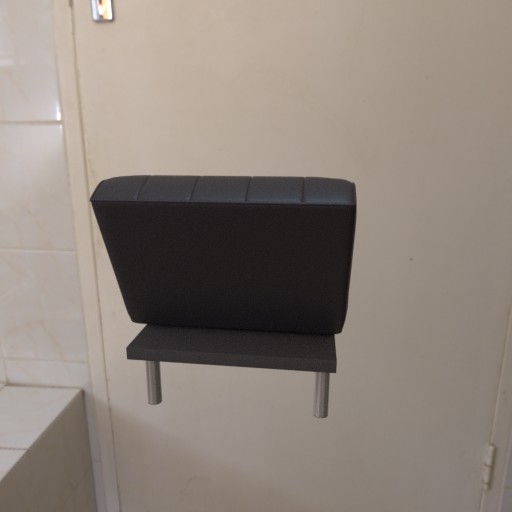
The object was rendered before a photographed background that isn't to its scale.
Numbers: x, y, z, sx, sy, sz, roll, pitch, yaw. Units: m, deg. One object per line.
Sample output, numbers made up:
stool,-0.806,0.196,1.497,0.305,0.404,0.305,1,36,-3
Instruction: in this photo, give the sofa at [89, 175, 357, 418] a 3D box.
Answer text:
sofa,0.000,0.000,2.026,0.760,0.820,1.560,2,15,7
